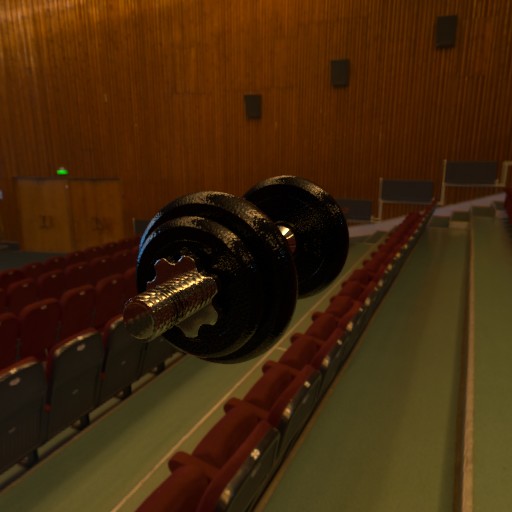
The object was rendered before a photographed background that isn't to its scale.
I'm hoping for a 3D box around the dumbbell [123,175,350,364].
[{"bbox_3d":[0.000,0.000,0.608,0.202,0.202,0.497,7,16,24],"label":"dumbbell"}]
